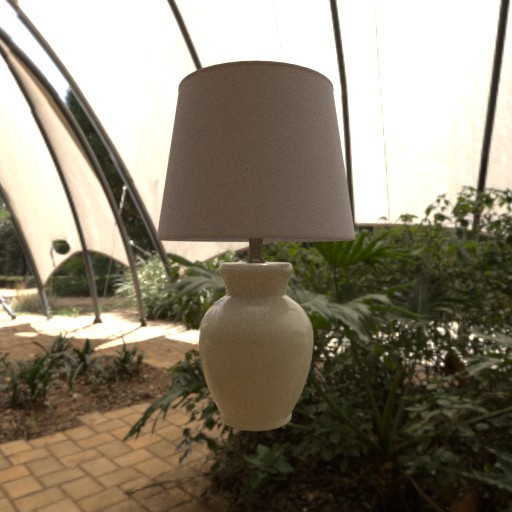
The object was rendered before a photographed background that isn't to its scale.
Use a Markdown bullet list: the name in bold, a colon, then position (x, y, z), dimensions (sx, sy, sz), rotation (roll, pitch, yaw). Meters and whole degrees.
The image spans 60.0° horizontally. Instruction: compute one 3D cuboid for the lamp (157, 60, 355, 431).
- **lamp**: position (0.000, 0.000, 0.546), dimensions (0.239, 0.399, 0.239), rotation (0, 1, 0)
